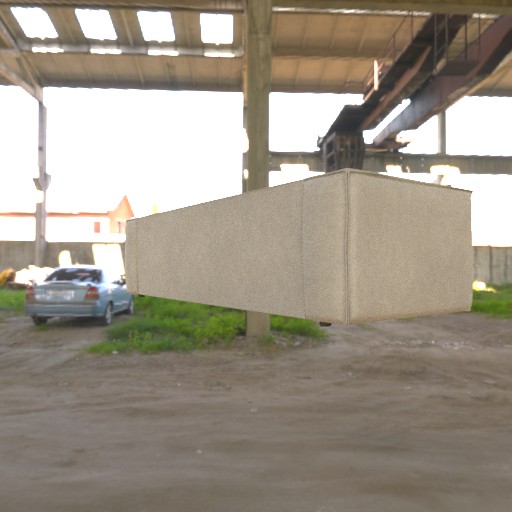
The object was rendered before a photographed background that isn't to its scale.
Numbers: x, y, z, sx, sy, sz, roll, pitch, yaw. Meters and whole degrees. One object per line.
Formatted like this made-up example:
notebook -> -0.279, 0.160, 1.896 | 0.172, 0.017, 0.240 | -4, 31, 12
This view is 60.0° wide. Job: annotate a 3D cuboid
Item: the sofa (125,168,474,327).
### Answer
sofa -> 0.000, 0.000, 3.152 | 1.038, 0.680, 2.697 | 1, -1, -36
